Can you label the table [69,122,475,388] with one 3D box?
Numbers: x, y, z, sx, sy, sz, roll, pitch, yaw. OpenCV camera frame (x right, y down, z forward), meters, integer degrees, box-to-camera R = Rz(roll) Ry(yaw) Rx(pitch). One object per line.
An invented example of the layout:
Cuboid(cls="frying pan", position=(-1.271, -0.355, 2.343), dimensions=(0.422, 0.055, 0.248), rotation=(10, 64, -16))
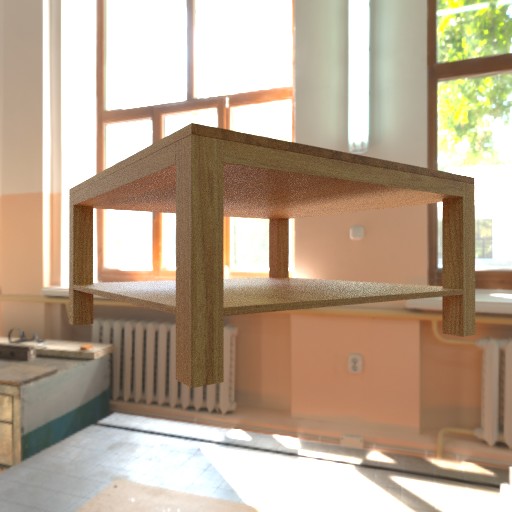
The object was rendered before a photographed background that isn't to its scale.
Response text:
Cuboid(cls="table", position=(0.000, 0.000, 1.376), dimensions=(0.900, 0.450, 0.900), rotation=(0, 0, -35))
